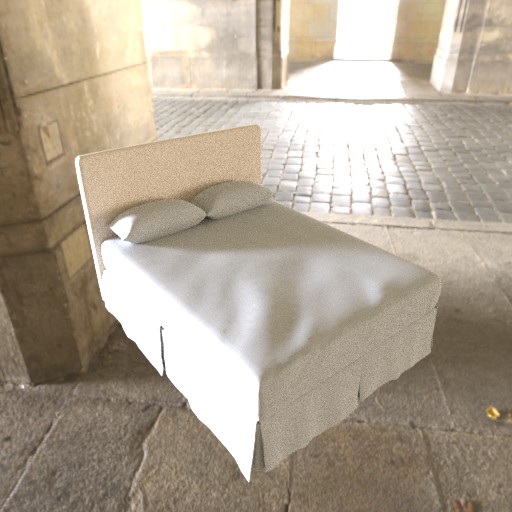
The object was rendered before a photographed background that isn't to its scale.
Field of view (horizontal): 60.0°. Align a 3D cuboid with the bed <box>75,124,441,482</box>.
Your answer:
[{"bbox_3d":[0.000,0.000,3.230,1.748,1.330,2.142,-21,35,-33],"label":"bed"}]
